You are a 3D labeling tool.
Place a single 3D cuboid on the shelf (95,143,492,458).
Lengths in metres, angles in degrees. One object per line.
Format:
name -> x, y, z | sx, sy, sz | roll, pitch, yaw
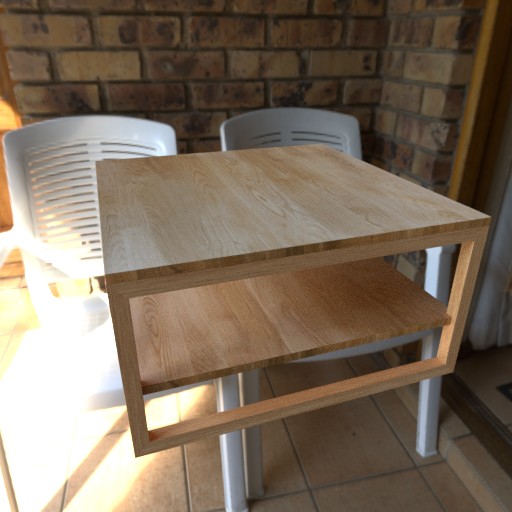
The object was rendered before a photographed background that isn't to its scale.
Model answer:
shelf -> 0.000, 0.000, 1.427 | 0.899, 0.480, 0.899 | -9, 27, -17
